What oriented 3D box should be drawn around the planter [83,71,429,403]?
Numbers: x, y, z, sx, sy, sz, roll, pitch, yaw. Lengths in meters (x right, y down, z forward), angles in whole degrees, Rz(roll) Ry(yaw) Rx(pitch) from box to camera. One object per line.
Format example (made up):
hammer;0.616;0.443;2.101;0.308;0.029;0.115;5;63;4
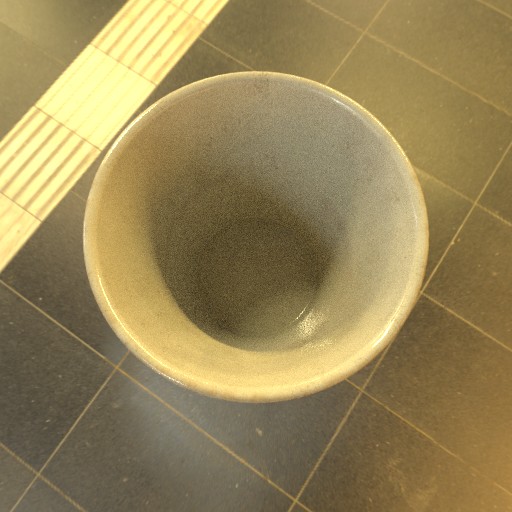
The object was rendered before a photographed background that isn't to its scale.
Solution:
planter;0.000;0.000;0.327;0.193;0.165;0.193;0;76;0
